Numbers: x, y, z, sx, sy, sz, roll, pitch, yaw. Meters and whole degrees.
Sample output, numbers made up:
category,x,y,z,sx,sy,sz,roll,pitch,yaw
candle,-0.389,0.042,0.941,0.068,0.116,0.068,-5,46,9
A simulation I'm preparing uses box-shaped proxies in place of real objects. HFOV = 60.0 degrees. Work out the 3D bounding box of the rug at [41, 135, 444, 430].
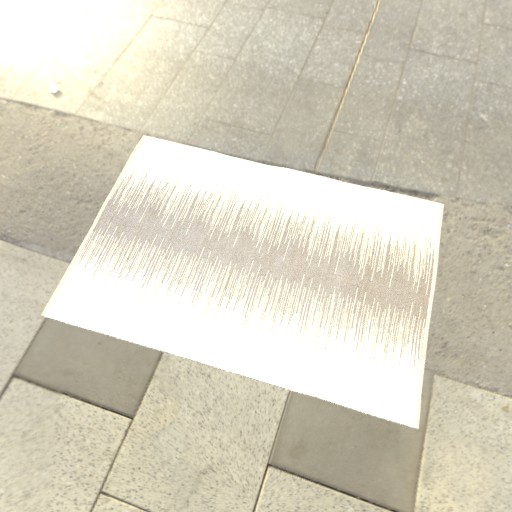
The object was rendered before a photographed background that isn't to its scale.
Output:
category,x,y,z,sx,sy,sz,roll,pitch,yaw
rug,0.000,0.000,2.294,1.815,0.007,1.226,15,62,8
